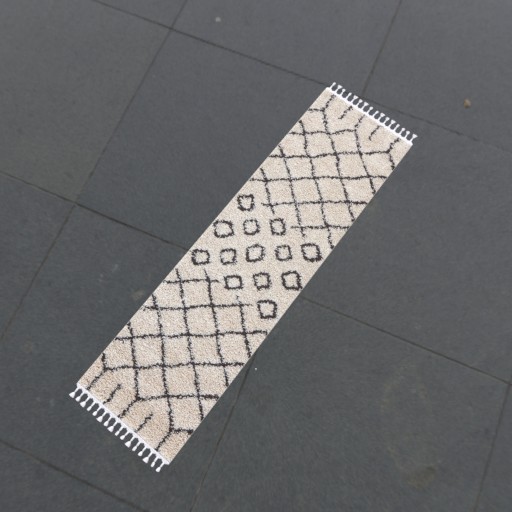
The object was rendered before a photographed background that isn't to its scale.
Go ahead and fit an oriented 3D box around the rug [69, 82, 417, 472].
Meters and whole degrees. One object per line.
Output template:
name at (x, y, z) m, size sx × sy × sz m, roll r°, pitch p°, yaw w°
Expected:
rug at (0.000, 0.000, 2.584) m, size 0.660 × 0.005 × 2.464 m, roll 37°, pitch 79°, yaw 9°
